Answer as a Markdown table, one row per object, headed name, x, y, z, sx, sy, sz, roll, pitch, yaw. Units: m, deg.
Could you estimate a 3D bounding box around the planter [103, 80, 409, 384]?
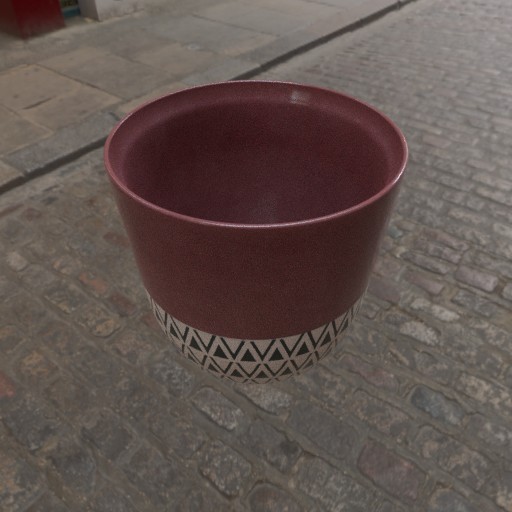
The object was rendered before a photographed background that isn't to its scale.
| name | x | y | z | sx | sy | sz | roll | pitch | yaw |
| --- | --- | --- | --- | --- | --- | --- | --- | --- | --- |
| planter | 0.000 | 0.000 | 0.362 | 0.195 | 0.214 | 0.195 | 0 | 42 | 0 |
